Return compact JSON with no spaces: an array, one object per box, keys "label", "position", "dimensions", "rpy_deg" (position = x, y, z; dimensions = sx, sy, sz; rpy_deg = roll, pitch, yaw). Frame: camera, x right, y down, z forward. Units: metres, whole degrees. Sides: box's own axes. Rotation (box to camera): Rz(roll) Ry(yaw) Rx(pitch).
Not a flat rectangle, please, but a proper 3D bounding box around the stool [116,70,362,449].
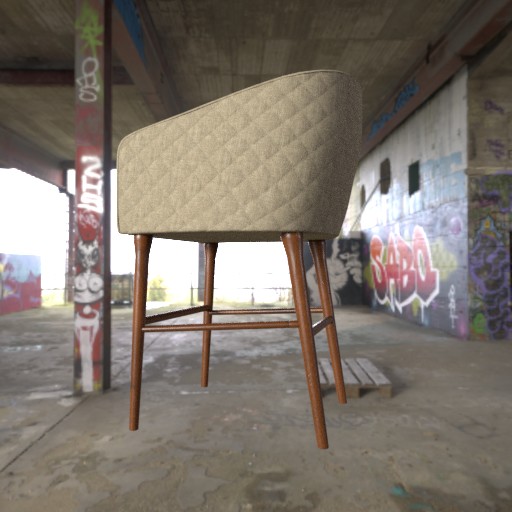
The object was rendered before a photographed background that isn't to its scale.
[{"label":"stool","position":[0.000,0.000,1.348],"dimensions":[0.635,0.952,0.559],"rpy_deg":[0,-1,18]}]
